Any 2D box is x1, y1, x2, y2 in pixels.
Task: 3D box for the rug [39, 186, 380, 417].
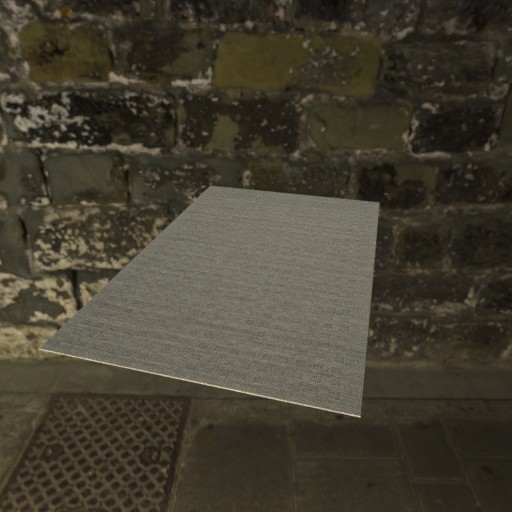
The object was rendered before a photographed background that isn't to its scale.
[{"bbox_3d":[0.000,0.000,2.207,1.142,0.006,1.752,8,30,13],"label":"rug"}]
